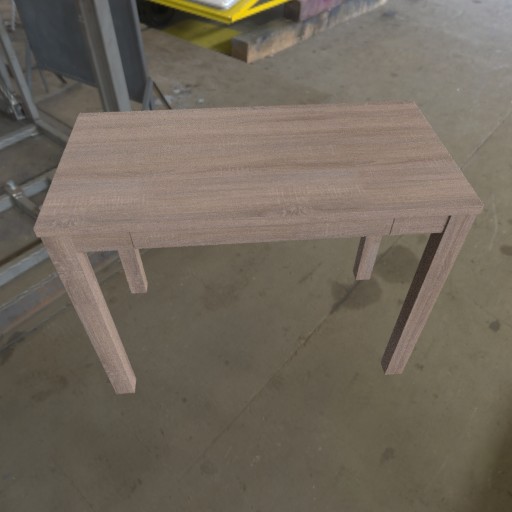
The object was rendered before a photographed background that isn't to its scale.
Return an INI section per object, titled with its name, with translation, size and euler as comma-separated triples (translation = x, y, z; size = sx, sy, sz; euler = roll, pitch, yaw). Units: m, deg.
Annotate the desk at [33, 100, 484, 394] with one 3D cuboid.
[desk]
translation = 0.000, 0.000, 1.416
size = 0.991, 0.762, 0.495
euler = -3, 46, -3
